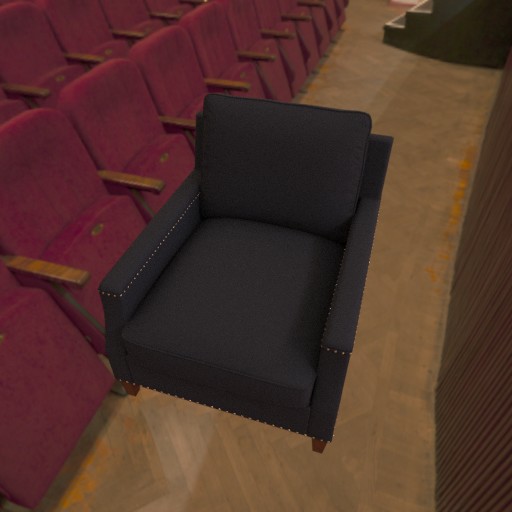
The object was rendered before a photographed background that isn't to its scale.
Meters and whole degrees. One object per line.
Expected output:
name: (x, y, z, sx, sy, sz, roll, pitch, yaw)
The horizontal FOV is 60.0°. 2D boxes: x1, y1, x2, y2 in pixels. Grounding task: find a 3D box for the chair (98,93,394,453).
chair: (0.000, 0.000, 1.727, 0.853, 0.943, 1.014, 12, 42, 13)
